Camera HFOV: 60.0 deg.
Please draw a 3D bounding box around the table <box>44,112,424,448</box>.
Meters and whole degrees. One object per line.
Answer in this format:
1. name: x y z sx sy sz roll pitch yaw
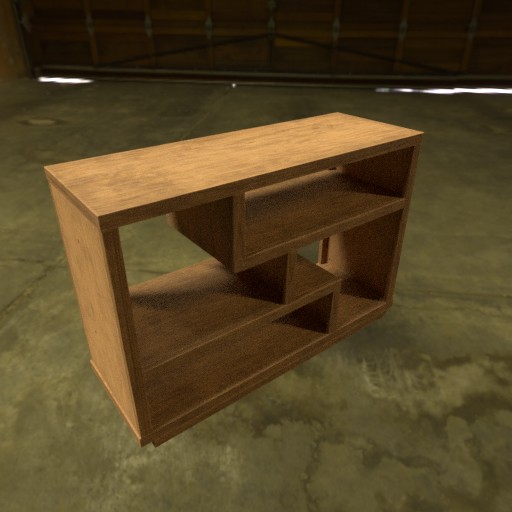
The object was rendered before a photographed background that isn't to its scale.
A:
1. table: 0.000 0.000 1.560 1.151 0.771 0.410 -21 36 -32
